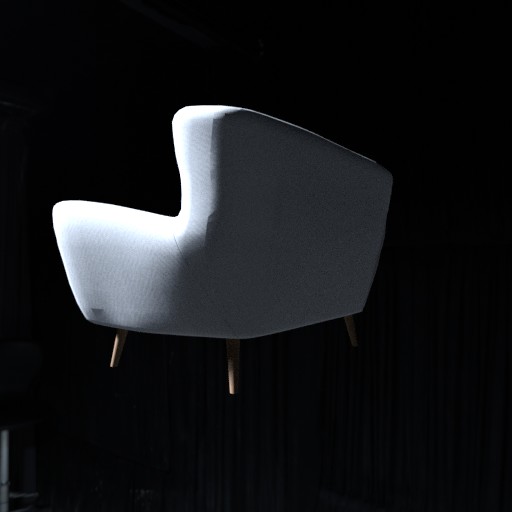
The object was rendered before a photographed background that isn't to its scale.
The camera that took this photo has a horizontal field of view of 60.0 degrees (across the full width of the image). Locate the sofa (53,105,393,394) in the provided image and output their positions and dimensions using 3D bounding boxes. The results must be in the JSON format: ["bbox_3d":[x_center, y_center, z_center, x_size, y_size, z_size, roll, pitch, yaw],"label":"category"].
[{"bbox_3d":[0.000,0.000,1.951,0.921,0.878,1.424,0,0,36],"label":"sofa"}]
